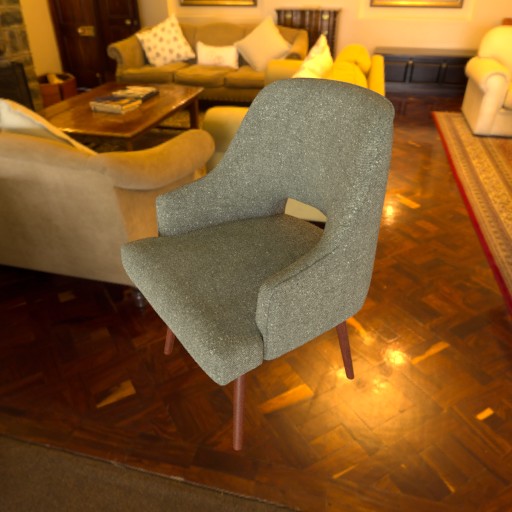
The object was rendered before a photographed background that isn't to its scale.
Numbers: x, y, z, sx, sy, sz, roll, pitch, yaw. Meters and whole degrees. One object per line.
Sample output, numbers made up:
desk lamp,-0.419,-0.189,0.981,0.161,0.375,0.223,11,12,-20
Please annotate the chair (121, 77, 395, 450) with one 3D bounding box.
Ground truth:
chair,0.000,0.000,1.272,0.629,0.875,0.608,-21,38,-29
